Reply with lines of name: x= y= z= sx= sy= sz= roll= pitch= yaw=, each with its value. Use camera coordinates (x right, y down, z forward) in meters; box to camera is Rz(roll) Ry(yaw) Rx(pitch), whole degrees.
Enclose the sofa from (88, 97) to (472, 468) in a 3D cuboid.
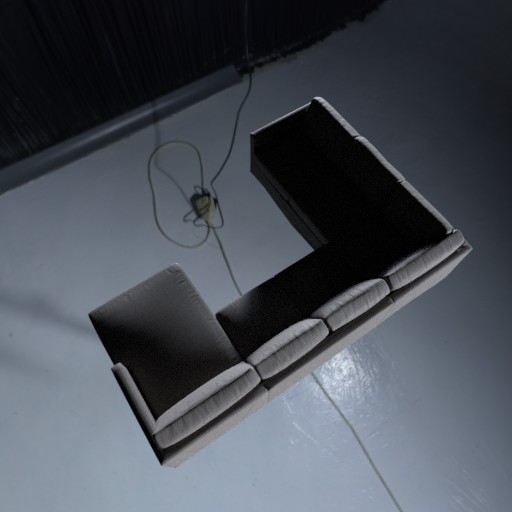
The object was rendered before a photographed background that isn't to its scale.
sofa: x=0.000 y=0.000 z=4.529 sx=3.460 sy=0.882 sz=2.427 roll=-31 pitch=67 yaw=-15
